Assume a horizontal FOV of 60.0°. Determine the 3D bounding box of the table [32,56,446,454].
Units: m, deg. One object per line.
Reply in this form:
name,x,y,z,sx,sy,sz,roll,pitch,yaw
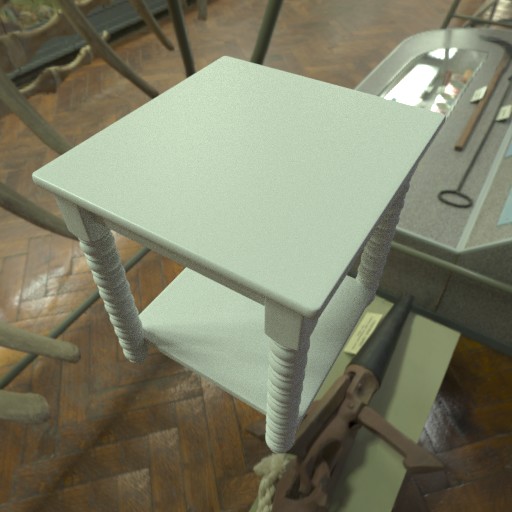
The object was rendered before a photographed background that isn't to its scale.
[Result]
table,0.000,0.000,0.955,0.500,0.563,0.533,24,51,21
